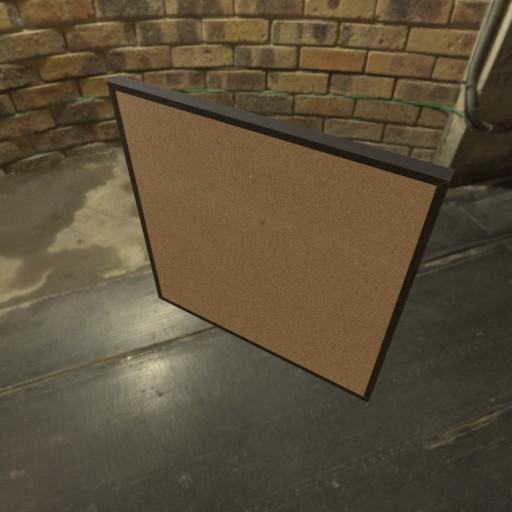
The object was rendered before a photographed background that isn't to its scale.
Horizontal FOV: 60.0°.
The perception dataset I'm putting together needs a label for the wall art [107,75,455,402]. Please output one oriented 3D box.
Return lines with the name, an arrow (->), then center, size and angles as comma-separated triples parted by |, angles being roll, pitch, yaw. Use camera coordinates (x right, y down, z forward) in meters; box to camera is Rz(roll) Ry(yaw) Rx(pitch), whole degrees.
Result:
wall art -> 0.000, 0.000, 1.145 | 0.762, 0.762, 0.038 | 23, 49, 21
